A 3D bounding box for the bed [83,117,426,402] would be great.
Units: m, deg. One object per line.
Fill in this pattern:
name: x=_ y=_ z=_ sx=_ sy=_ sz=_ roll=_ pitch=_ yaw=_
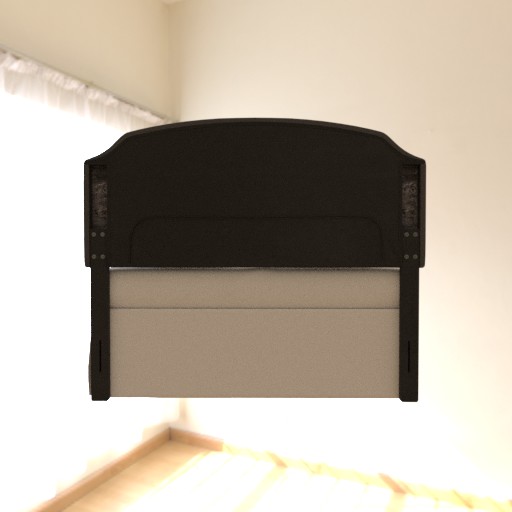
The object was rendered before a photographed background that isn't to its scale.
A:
bed: x=0.000 y=0.000 z=2.964 sx=1.558 sy=1.270 sz=1.999 roll=0 pitch=1 yaw=0
